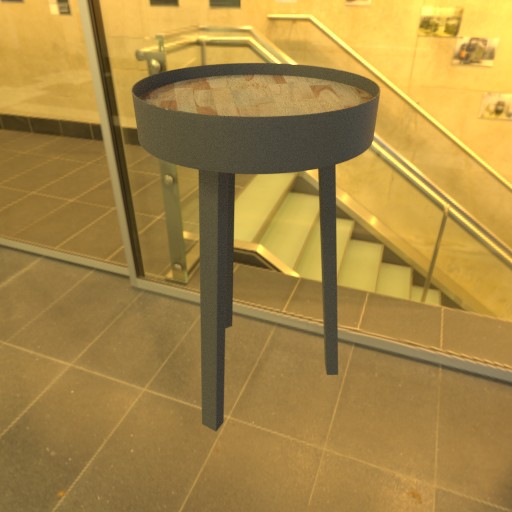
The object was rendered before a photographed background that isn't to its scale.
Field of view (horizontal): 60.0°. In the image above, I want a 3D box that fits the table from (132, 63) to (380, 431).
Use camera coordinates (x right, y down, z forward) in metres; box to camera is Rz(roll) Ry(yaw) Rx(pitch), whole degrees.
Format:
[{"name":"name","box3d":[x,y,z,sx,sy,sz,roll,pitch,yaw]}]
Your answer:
[{"name":"table","box3d":[0.000,0.000,0.928,0.406,0.686,0.406,1,33,1]}]
